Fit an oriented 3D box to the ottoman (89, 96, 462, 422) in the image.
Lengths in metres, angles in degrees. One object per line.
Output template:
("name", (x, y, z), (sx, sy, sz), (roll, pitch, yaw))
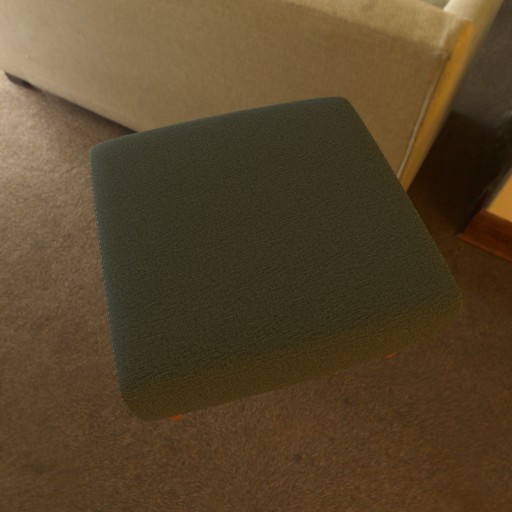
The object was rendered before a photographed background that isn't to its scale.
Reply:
("ottoman", (0.000, 0.000, 1.066), (0.650, 0.398, 0.649), (-14, 60, -8))
